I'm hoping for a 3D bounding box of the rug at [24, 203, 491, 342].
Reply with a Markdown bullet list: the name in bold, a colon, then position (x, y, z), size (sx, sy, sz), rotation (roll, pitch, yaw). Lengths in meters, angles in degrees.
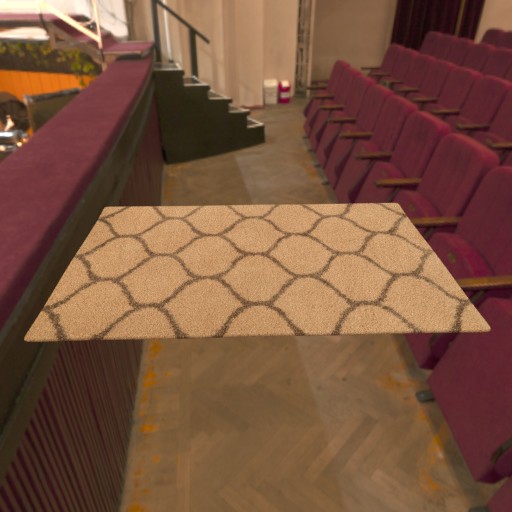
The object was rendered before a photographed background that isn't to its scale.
- **rug**: position (0.000, 0.000, 3.316), size (2.701, 0.026, 1.801), rotation (-1, 31, -2)
